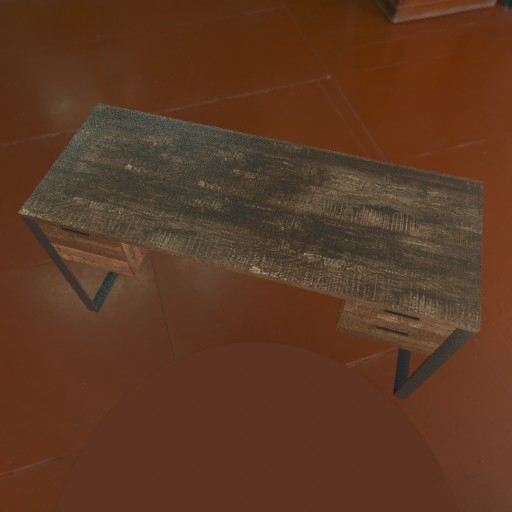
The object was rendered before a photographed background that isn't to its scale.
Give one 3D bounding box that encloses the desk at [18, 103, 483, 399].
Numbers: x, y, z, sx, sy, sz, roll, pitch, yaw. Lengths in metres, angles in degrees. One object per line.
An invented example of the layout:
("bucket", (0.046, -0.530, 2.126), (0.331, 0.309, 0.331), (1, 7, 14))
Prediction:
("desk", (0.000, 0.000, 1.871), (1.524, 0.762, 0.599), (14, 58, 9))
